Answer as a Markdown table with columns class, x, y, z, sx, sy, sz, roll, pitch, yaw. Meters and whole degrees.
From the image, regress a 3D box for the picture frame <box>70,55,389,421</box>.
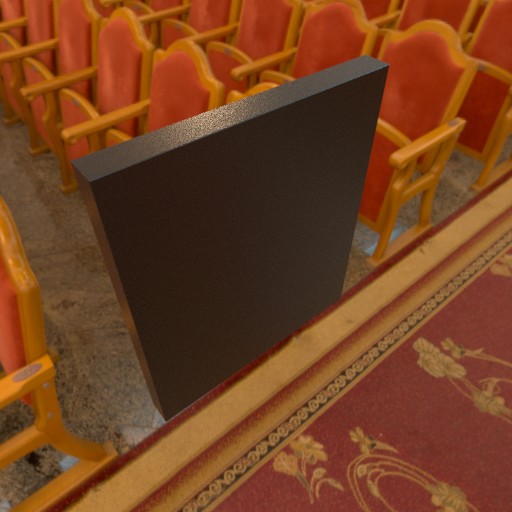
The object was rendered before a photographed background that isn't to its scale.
| class | x | y | z | sx | sy | sz | roll | pitch | yaw |
| --- | --- | --- | --- | --- | --- | --- | --- | --- | --- |
| picture frame | 0.000 | 0.000 | 0.526 | 0.328 | 0.378 | 0.034 | -30 | 52 | -27 |
